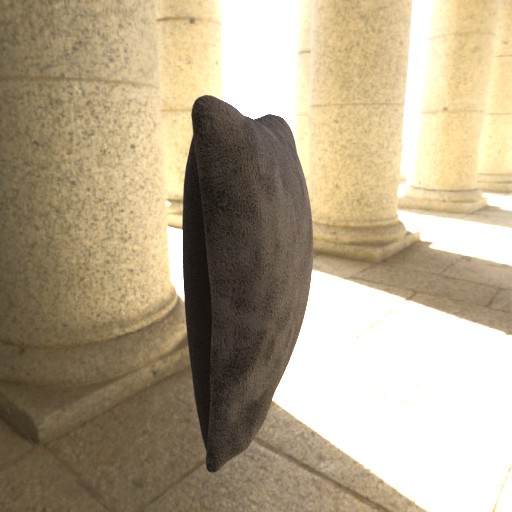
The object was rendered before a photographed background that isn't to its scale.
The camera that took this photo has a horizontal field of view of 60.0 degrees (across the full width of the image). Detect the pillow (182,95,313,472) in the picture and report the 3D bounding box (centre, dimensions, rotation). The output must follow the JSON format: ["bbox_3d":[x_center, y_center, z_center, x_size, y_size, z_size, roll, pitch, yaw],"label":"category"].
[{"bbox_3d":[0.000,0.000,0.801,0.204,0.520,0.522,3,17,10],"label":"pillow"}]
